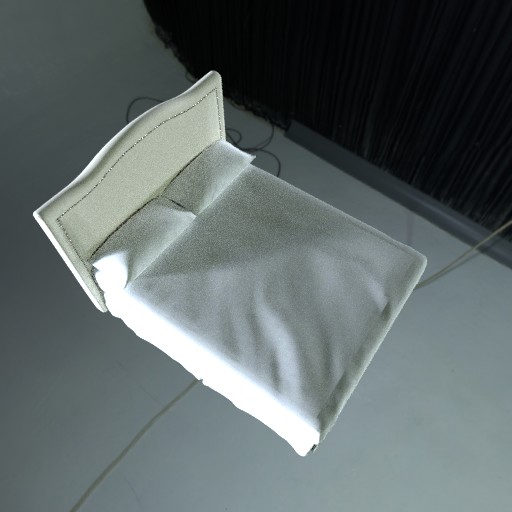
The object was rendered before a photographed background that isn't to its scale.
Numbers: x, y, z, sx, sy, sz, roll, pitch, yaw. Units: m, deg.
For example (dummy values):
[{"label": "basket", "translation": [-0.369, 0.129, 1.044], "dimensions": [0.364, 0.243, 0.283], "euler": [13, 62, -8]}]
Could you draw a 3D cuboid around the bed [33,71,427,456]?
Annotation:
[{"label": "bed", "translation": [0.000, 0.000, 3.274], "dimensions": [2.143, 1.460, 1.753], "euler": [31, 62, 18]}]
